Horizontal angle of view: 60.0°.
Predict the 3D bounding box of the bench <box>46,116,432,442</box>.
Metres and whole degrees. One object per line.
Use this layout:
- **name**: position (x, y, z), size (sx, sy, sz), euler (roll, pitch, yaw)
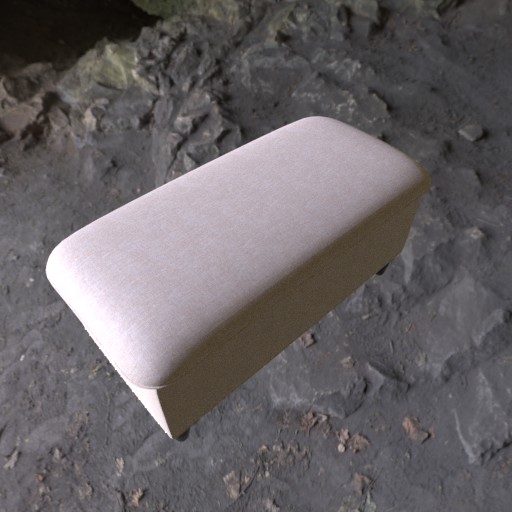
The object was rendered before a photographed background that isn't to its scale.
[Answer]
- **bench**: position (0.000, 0.000, 1.267), size (0.991, 0.483, 0.483), euler (-34, 55, -28)
